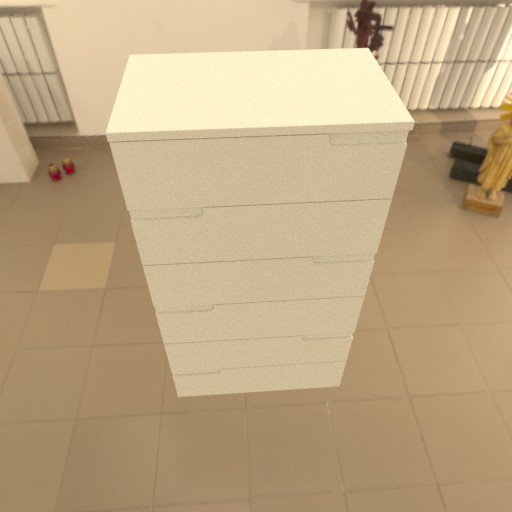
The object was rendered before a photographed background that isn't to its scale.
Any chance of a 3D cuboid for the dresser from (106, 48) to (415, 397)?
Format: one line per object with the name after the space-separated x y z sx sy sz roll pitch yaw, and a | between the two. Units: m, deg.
0.000 0.000 1.494 0.650 1.190 0.400 -3 46 -3 | dresser
